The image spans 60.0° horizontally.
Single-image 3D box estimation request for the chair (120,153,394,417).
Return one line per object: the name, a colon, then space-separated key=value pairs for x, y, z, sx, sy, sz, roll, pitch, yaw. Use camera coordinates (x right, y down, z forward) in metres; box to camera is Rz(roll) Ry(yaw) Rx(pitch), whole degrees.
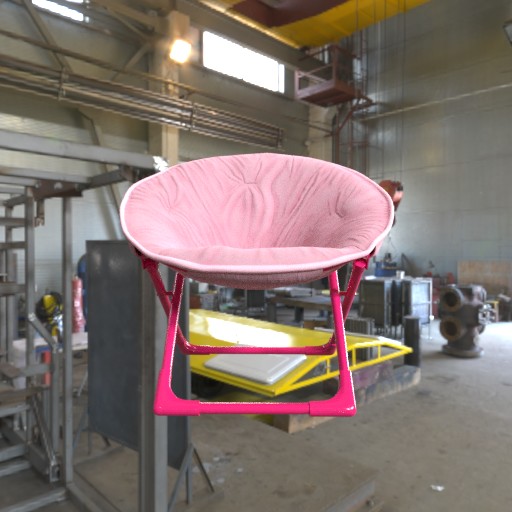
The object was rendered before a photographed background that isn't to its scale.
chair: x=0.000 y=0.000 z=0.869 sx=0.522 sy=0.494 sz=0.459 roll=0 pitch=1 yaw=1
